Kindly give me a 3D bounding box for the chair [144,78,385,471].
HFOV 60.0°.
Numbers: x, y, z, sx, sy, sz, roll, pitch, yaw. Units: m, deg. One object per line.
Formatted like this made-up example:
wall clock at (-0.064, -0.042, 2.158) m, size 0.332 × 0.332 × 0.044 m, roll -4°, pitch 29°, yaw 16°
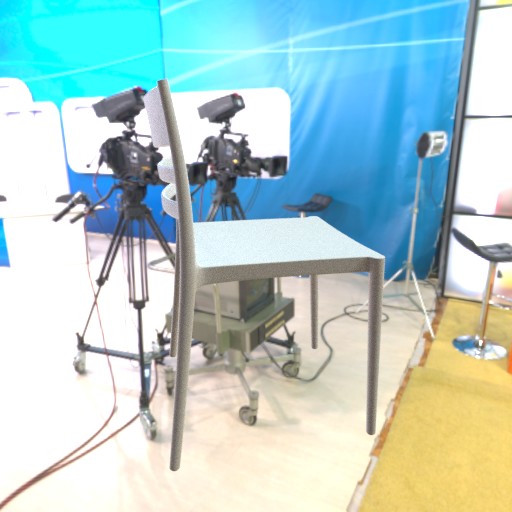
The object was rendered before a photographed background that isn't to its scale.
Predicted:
chair at (0.000, 0.000, 1.141) m, size 0.511 × 0.800 × 0.531 m, roll -3°, pitch 16°, yaw -10°
